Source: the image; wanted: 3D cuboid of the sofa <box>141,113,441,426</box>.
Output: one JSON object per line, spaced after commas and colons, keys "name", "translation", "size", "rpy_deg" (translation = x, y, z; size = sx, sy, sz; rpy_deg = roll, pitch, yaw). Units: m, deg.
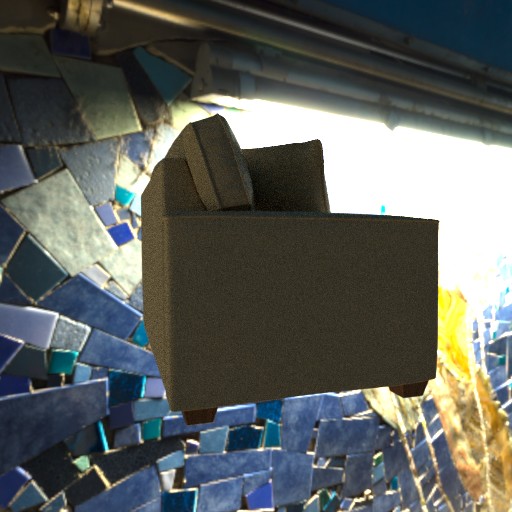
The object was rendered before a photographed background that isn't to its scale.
{"name": "sofa", "translation": [0.000, 0.000, 2.091], "size": [0.991, 0.989, 1.388], "rpy_deg": [-1, 2, -18]}
